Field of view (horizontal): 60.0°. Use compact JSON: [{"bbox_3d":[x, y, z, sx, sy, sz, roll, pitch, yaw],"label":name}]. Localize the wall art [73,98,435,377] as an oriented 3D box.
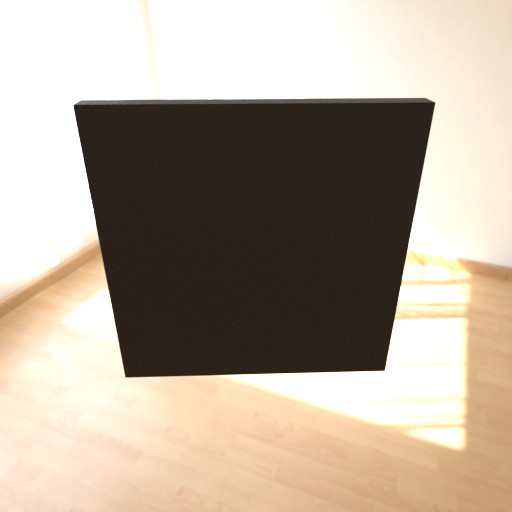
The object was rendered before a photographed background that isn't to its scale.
[{"bbox_3d":[0.000,0.000,0.758,0.507,0.507,0.038,-1,29,-2],"label":"wall art"}]
